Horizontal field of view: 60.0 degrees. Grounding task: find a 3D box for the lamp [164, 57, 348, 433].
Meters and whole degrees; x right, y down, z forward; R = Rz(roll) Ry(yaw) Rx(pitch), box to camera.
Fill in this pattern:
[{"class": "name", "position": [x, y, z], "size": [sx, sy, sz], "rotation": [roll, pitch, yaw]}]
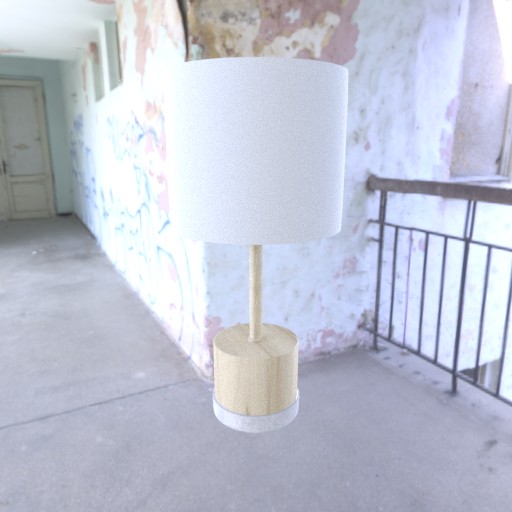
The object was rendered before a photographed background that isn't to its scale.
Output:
[{"class": "lamp", "position": [0.000, 0.000, 0.613], "size": [0.229, 0.470, 0.229], "rotation": [-7, 16, -25]}]
